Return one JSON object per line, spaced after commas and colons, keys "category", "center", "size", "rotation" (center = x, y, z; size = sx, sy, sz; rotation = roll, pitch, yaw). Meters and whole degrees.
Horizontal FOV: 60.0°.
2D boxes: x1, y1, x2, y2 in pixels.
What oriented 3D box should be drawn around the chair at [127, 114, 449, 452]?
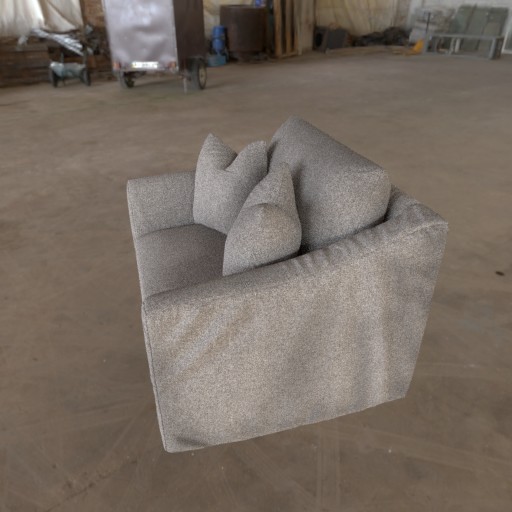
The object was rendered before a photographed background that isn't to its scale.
{"category": "chair", "center": [0.000, 0.000, 2.039], "size": [1.071, 1.059, 1.194], "rotation": [-9, 31, -14]}
